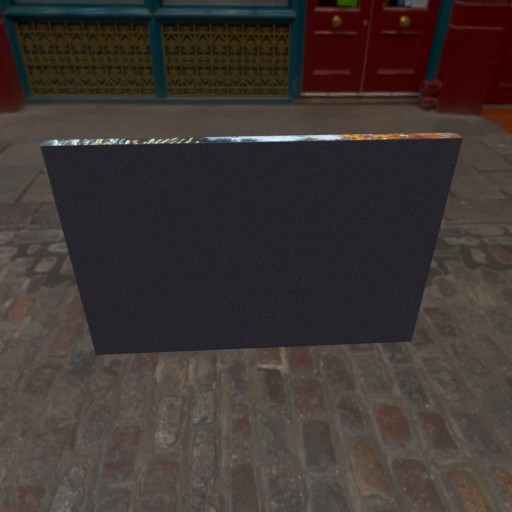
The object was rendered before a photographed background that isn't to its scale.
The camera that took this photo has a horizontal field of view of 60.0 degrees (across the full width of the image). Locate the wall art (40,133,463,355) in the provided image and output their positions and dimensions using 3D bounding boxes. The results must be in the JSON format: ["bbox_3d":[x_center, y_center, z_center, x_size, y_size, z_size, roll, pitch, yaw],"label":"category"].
[{"bbox_3d":[0.000,0.000,1.128,0.908,0.604,0.037,-2,32,-3],"label":"wall art"}]
